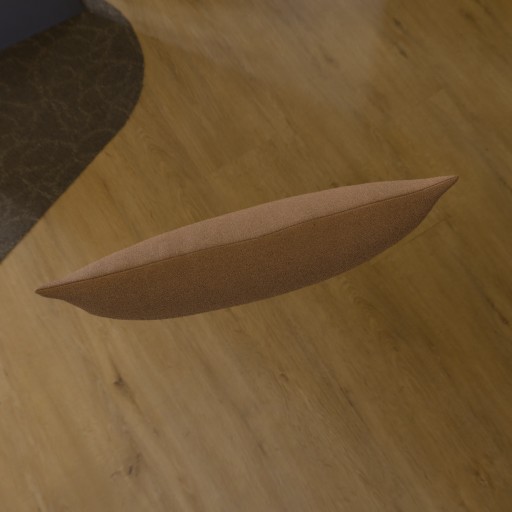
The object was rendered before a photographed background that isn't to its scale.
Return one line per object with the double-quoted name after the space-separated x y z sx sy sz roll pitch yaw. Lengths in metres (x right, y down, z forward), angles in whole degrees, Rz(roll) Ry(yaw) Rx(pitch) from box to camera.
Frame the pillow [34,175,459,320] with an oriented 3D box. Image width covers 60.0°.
0.000 0.000 0.748 0.612 0.308 0.148 -16 77 -4 "pillow"
